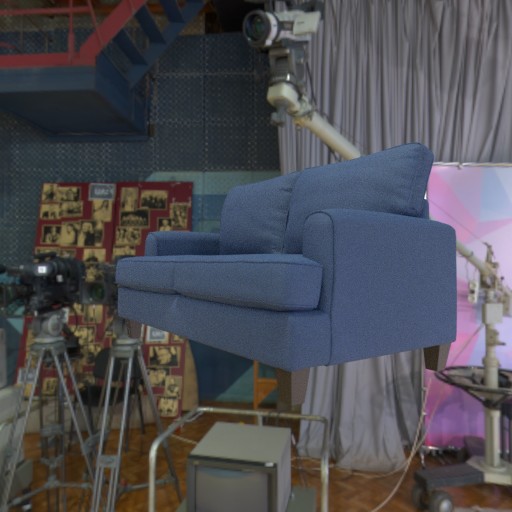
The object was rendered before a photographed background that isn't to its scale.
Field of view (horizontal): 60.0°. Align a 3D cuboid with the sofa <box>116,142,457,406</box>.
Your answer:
[{"bbox_3d":[0.000,0.000,2.255,0.965,0.965,1.651,0,0,-35],"label":"sofa"}]
